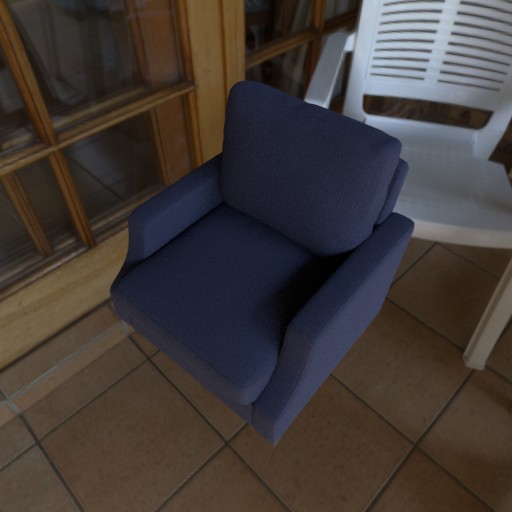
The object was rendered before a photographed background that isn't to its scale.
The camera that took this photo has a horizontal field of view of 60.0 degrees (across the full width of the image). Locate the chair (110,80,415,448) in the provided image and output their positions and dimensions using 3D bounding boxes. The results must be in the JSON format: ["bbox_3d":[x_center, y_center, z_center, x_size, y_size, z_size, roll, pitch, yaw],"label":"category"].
[{"bbox_3d":[0.000,0.000,1.681,0.855,0.991,0.897,31,55,25],"label":"chair"}]
